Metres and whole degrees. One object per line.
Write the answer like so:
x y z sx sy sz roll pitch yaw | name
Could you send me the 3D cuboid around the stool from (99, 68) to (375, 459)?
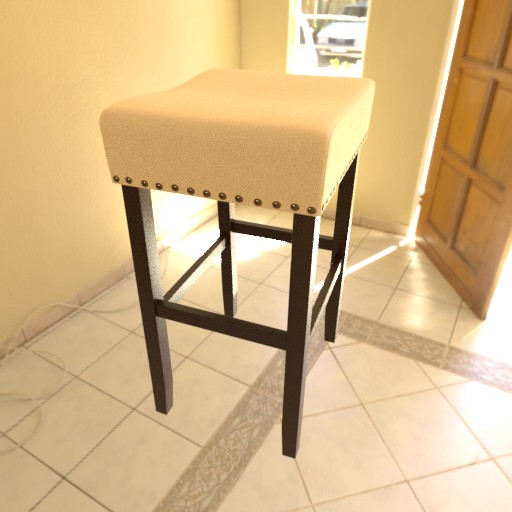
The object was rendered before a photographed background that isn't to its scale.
0.000 0.000 1.058 0.401 0.762 0.471 11 33 18 | stool
